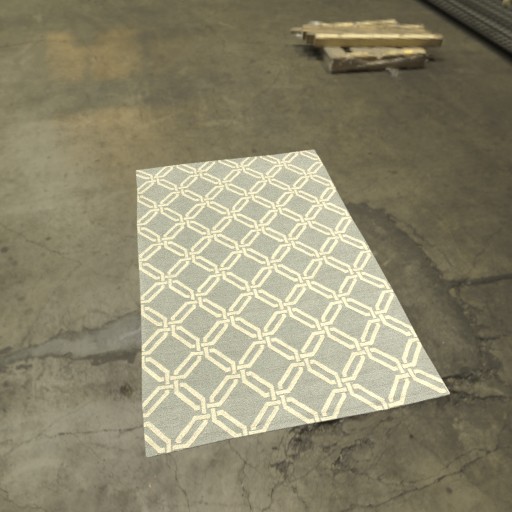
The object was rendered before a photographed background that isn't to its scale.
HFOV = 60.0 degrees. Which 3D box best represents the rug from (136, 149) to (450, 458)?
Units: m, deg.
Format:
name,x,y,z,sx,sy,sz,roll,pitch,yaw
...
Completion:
name,x,y,z,sx,sy,sz,roll,pitch,yaw
rug,0.000,0.000,2.193,1.148,0.010,1.754,-9,46,-8
